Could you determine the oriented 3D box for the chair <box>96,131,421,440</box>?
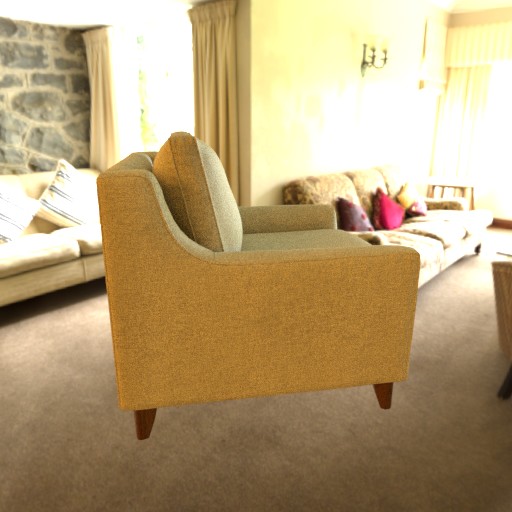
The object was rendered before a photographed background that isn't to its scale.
[{"bbox_3d":[0.000,0.000,1.604,0.918,0.864,0.838,-3,17,-9],"label":"chair"}]
